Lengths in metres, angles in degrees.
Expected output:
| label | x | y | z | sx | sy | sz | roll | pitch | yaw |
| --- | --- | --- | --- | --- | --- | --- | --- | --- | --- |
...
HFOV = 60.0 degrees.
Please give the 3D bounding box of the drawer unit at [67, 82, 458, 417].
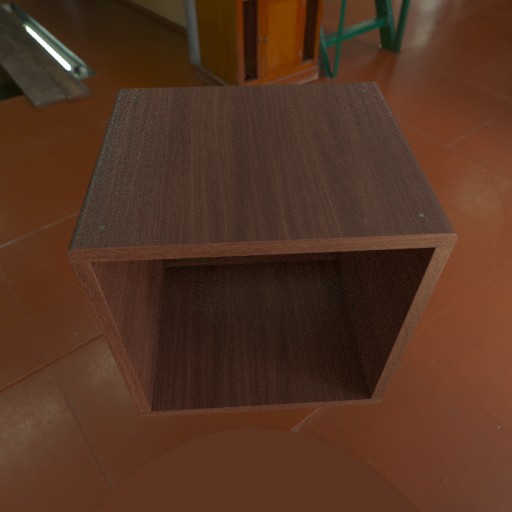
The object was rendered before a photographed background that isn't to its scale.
| label | x | y | z | sx | sy | sz | roll | pitch | yaw |
| --- | --- | --- | --- | --- | --- | --- | --- | --- | --- |
| drawer unit | 0.000 | 0.000 | 0.616 | 0.349 | 0.351 | 0.290 | -3 | 47 | -2 |
